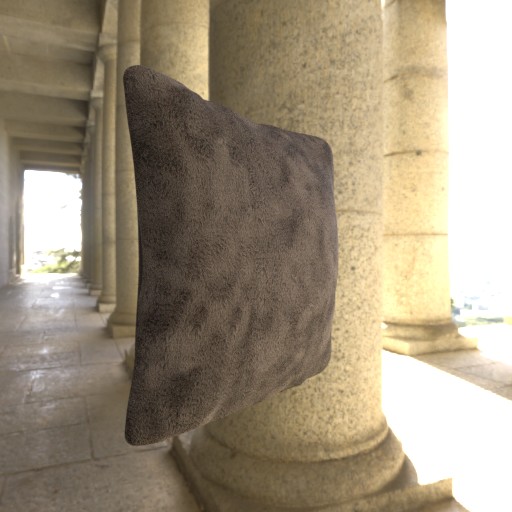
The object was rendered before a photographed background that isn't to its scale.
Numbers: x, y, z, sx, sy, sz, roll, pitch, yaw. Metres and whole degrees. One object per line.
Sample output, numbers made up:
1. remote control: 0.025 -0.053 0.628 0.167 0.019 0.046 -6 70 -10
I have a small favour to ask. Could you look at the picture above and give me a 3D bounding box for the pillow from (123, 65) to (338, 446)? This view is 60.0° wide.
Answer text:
1. pillow: 0.000 0.000 0.783 0.204 0.520 0.522 1 1 38
